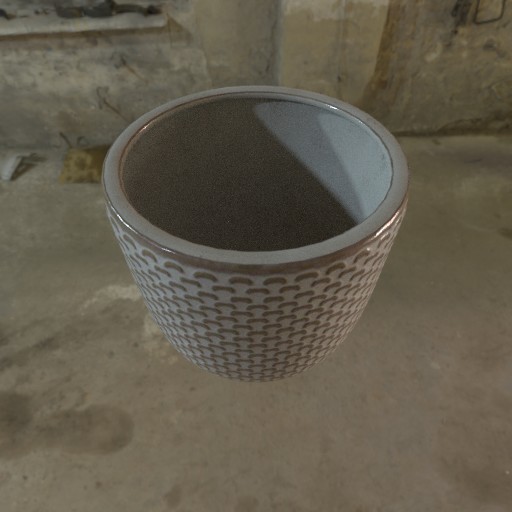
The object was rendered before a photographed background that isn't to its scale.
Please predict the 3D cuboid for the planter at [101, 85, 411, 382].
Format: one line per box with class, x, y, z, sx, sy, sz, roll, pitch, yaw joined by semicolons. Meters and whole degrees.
planter;0.000;0.000;0.353;0.197;0.191;0.197;0;47;0
